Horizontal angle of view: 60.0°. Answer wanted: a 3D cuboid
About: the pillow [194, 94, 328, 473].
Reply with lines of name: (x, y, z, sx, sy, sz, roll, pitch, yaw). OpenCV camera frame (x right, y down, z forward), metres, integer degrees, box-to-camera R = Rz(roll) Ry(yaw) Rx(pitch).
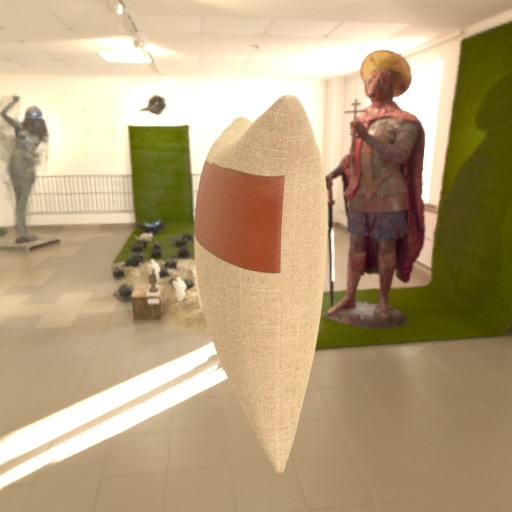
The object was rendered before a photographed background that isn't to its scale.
pillow: (0.000, 0.000, 0.632, 0.173, 0.399, 0.414, -2, 15, -8)
